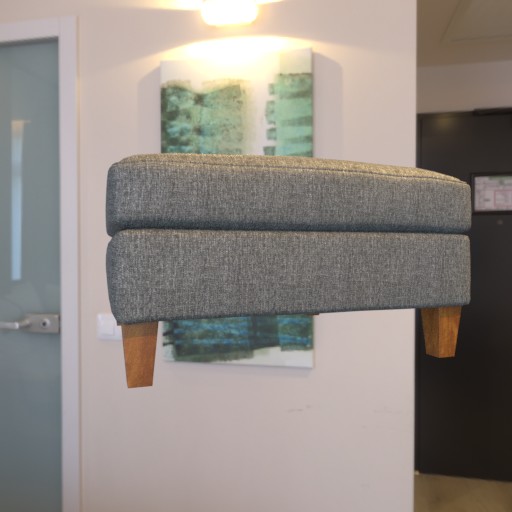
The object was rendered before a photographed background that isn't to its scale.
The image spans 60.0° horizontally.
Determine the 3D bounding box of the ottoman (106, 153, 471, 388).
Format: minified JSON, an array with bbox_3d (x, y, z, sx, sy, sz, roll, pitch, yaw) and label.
[{"bbox_3d":[0.000,0.000,1.308,0.838,0.481,0.838,0,1,-19],"label":"ottoman"}]
